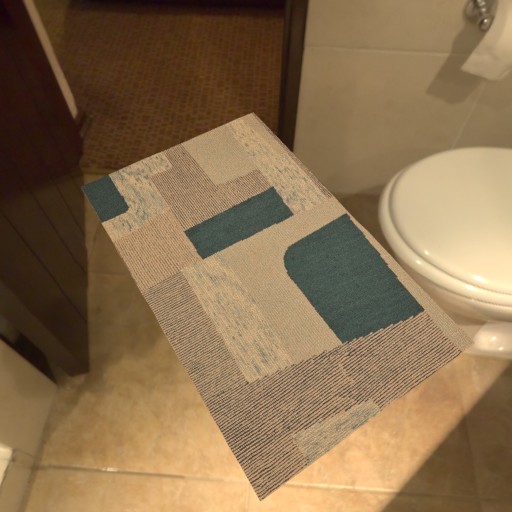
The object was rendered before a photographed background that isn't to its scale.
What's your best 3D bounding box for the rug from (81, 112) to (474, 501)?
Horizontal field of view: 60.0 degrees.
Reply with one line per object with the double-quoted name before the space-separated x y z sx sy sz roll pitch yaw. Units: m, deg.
"rug" 0.000 0.000 2.955 1.521 0.015 2.436 -29 62 -17
